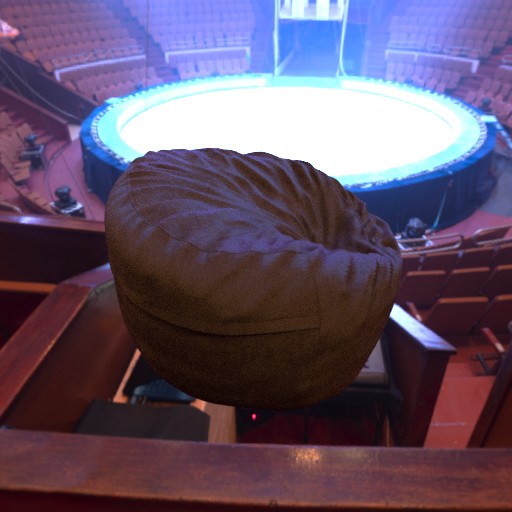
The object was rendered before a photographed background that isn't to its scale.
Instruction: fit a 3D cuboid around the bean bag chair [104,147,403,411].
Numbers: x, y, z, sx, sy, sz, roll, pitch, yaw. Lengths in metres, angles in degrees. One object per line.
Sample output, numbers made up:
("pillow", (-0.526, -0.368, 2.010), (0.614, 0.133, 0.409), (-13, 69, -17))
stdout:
("bean bag chair", (0.000, 0.000, 1.988), (1.245, 0.821, 1.245), (0, 32, 0))
